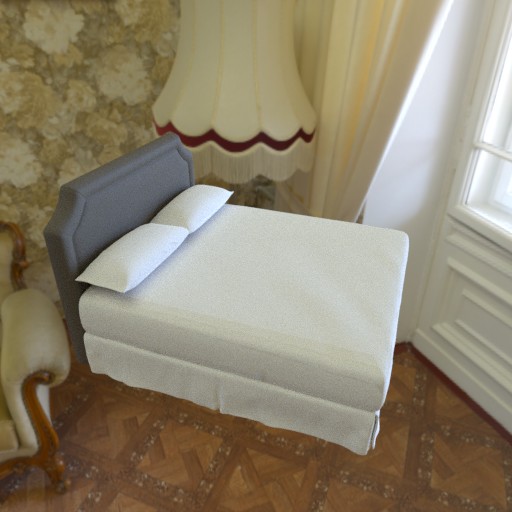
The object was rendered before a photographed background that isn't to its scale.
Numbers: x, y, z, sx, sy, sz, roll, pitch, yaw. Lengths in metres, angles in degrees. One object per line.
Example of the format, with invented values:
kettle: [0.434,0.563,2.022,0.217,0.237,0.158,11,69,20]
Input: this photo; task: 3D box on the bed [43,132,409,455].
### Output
bed: [0.000,0.000,3.904,2.536,1.561,2.194,11,32,17]
